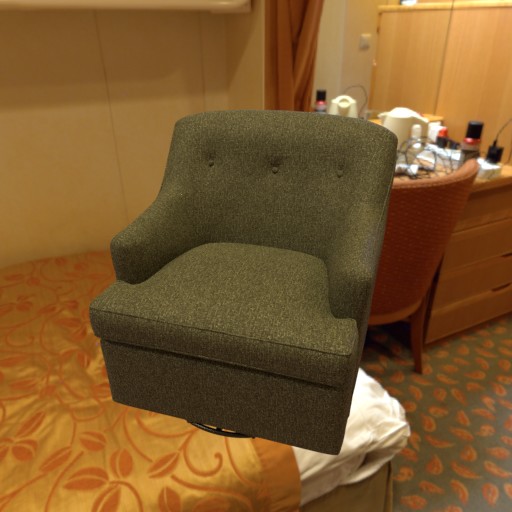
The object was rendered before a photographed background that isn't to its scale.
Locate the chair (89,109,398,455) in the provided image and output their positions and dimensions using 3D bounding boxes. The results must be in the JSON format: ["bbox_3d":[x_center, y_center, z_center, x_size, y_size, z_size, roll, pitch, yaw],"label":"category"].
[{"bbox_3d":[0.000,0.000,1.568,0.864,0.856,0.923,8,29,15],"label":"chair"}]
